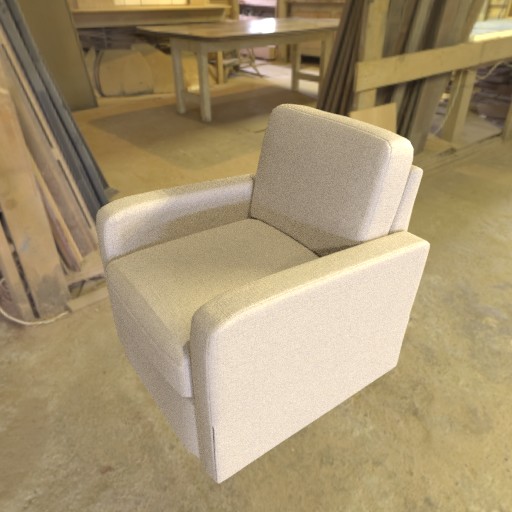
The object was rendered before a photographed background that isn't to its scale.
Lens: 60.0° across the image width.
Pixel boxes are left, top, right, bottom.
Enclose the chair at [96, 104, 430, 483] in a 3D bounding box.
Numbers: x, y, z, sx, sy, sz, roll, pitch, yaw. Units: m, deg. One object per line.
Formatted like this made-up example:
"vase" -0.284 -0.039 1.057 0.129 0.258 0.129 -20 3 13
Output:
"chair" 0.000 0.000 1.473 0.888 0.827 0.755 -21 38 -30
